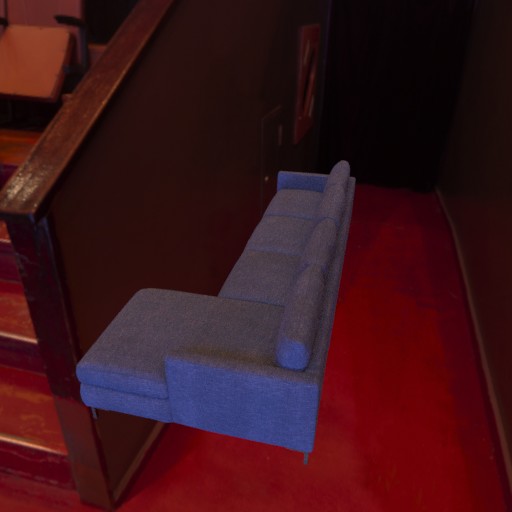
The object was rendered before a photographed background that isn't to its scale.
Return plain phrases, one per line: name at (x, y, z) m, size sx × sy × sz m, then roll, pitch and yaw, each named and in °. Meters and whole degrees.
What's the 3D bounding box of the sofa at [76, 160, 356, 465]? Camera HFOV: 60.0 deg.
sofa at (0.000, 0.000, 3.505) m, size 1.350 × 0.810 × 2.932 m, roll 7°, pitch 31°, yaw 12°
